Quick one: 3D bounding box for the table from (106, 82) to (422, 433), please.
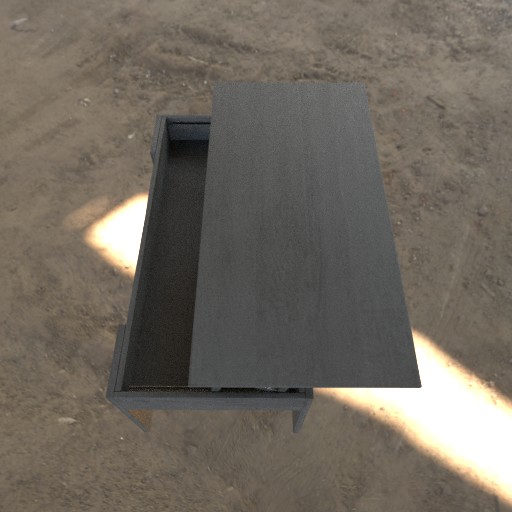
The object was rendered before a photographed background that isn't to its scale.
[{"bbox_3d":[0.000,0.000,1.443,0.711,0.570,1.000,0,58,0],"label":"table"}]
